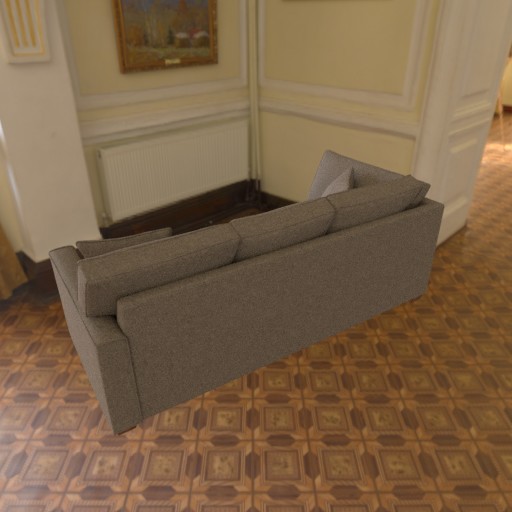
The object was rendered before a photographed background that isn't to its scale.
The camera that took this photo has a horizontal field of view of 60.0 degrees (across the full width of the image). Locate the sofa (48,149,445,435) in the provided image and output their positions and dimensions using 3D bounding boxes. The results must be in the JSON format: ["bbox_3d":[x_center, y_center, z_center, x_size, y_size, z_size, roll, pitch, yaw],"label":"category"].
[{"bbox_3d":[0.000,0.000,2.882,2.317,0.962,1.061,-17,33,-28],"label":"sofa"}]
